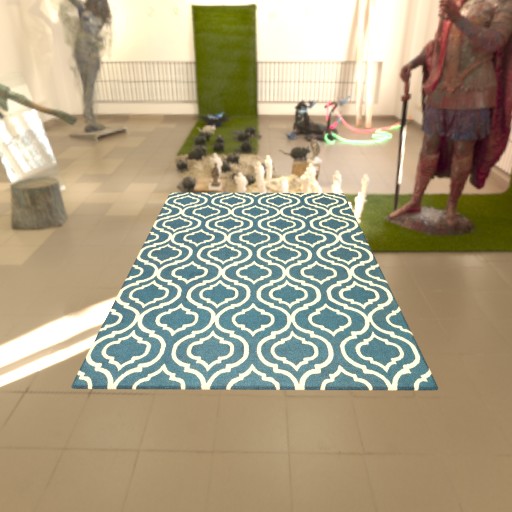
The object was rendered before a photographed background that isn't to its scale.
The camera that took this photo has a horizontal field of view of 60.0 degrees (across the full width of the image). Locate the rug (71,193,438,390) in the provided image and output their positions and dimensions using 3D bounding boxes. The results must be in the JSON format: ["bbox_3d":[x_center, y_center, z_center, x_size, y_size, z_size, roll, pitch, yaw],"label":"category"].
[{"bbox_3d":[0.000,0.000,2.147,1.143,0.010,1.753,0,28,0],"label":"rug"}]
